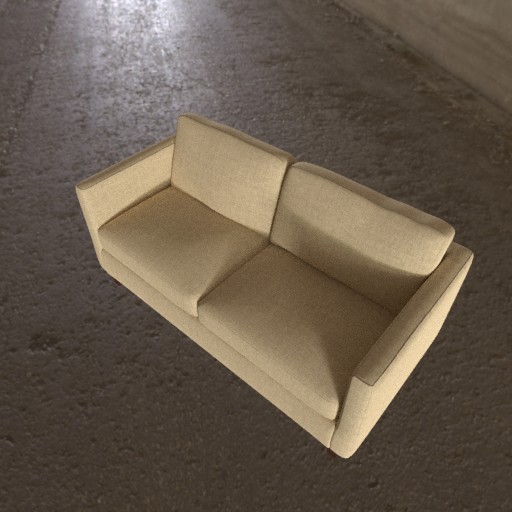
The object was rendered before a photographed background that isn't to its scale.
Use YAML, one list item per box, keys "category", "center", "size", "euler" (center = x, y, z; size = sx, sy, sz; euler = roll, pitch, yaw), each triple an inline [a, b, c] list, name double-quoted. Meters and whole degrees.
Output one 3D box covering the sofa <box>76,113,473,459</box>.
- category: "sofa"
  center: [0.000, 0.000, 2.404]
  size: [1.884, 0.963, 0.950]
  euler: [31, 52, 28]
